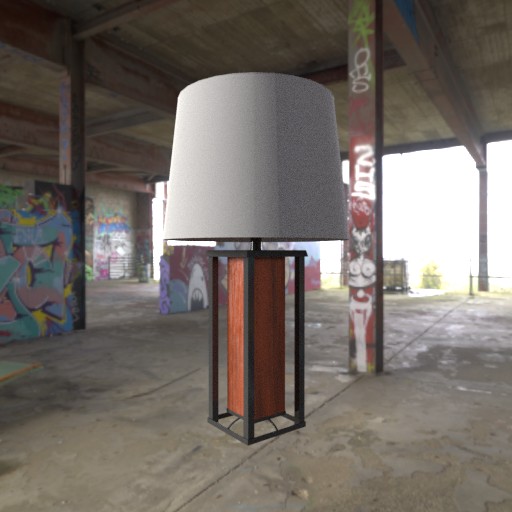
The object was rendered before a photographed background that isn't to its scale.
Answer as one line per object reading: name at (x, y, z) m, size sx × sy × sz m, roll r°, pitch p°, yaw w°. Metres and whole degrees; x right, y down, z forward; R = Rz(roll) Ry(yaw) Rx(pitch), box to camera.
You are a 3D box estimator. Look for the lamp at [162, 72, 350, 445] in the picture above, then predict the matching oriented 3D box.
lamp at (0.000, 0.000, 0.775) m, size 0.320 × 0.591 × 0.320 m, roll 0°, pitch 1°, yaw 0°
